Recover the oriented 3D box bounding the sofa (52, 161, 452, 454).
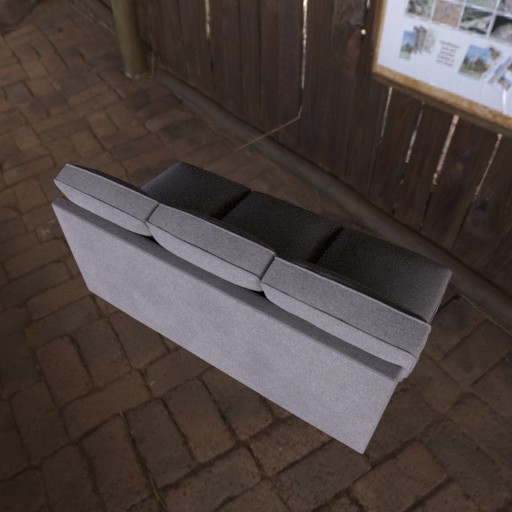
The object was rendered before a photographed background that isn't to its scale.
[{"bbox_3d":[0.000,0.000,2.486,1.962,0.973,1.027,25,51,22],"label":"sofa"}]
